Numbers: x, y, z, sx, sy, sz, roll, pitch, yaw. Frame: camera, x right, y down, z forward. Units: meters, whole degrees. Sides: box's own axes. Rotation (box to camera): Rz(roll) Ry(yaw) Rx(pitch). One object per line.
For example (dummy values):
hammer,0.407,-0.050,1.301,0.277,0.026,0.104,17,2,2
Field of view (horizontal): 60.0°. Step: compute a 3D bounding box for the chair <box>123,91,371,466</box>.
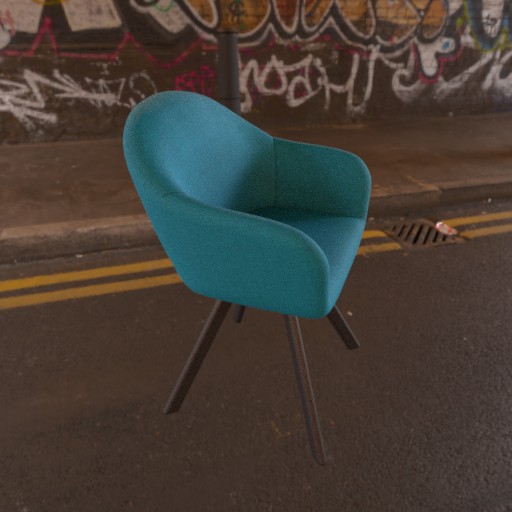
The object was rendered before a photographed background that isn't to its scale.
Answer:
chair,0.000,0.000,1.167,0.550,0.795,0.590,10,29,19
